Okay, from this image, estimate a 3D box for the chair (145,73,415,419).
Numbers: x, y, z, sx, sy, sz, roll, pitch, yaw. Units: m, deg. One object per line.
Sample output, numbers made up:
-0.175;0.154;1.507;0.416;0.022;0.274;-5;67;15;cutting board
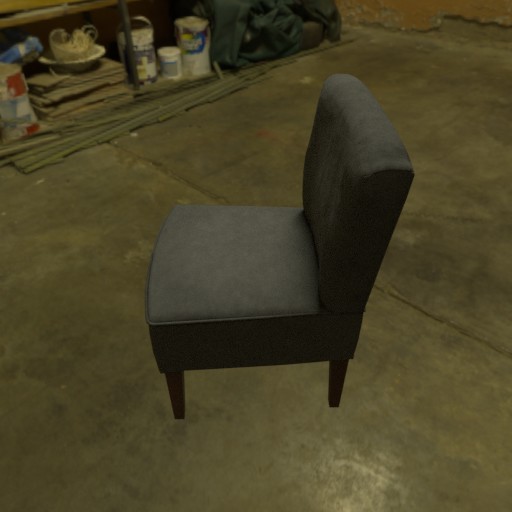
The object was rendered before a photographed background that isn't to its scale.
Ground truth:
0.000;0.000;1.184;0.554;0.806;0.521;-1;39;-1;chair
